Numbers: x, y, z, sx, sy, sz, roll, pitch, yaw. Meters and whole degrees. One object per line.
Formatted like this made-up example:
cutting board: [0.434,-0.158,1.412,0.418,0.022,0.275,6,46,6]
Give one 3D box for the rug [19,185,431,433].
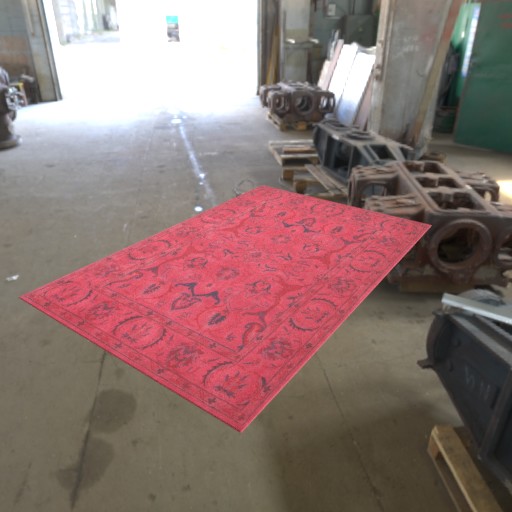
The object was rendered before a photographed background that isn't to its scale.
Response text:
rug: [0.000,0.000,2.242,1.209,0.008,1.814,19,33,31]
